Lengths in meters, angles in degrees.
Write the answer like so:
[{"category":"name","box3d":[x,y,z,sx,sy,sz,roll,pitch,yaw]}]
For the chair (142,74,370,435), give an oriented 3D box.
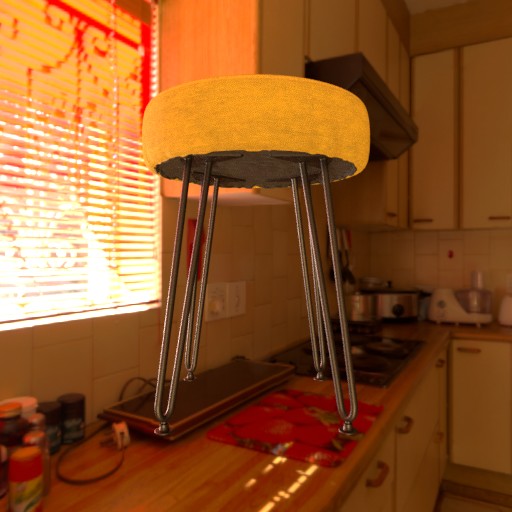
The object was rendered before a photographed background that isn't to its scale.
[{"category":"chair","box3d":[0.000,0.000,0.694,0.345,0.455,0.345,0,0,0]}]
